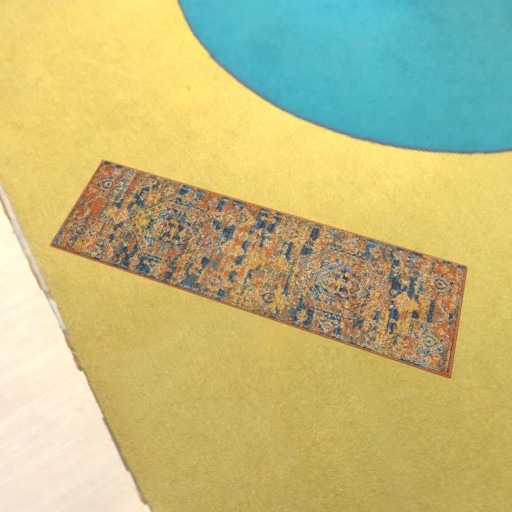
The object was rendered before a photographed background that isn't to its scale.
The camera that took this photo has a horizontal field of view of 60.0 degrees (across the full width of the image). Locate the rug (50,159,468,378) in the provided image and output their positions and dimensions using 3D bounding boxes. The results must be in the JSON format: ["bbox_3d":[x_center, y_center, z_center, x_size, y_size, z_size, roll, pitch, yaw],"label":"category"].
[{"bbox_3d":[0.000,0.000,2.500,2.274,0.016,0.651,17,65,8],"label":"rug"}]
